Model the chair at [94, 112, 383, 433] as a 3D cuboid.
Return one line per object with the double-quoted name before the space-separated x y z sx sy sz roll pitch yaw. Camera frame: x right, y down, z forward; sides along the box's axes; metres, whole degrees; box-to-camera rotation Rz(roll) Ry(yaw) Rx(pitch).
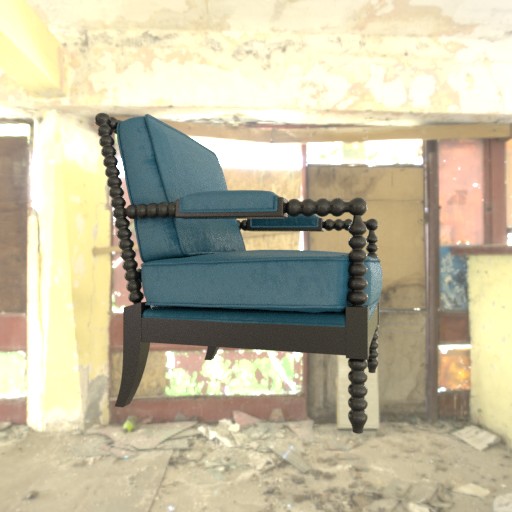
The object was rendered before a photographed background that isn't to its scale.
"chair" 0.000 0.000 1.468 0.805 0.857 0.688 0 0 18
